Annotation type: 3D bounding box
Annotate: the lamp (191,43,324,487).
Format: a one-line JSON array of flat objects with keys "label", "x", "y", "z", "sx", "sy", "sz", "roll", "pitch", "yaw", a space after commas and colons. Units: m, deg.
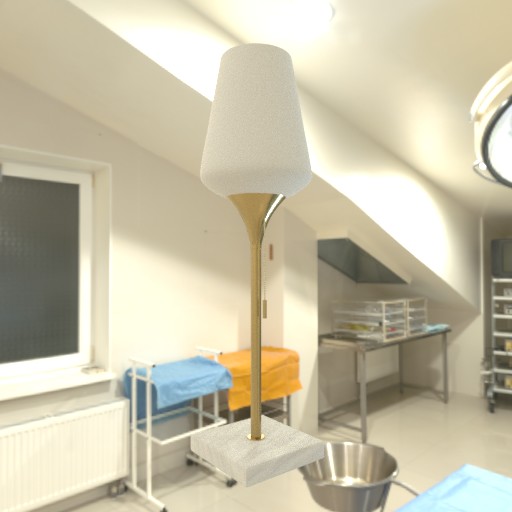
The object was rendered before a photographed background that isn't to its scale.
[{"label": "lamp", "x": 0.000, "y": 0.000, "z": 0.719, "sx": 0.181, "sy": 0.639, "sz": 0.181, "roll": 1, "pitch": -1, "yaw": -38}]
